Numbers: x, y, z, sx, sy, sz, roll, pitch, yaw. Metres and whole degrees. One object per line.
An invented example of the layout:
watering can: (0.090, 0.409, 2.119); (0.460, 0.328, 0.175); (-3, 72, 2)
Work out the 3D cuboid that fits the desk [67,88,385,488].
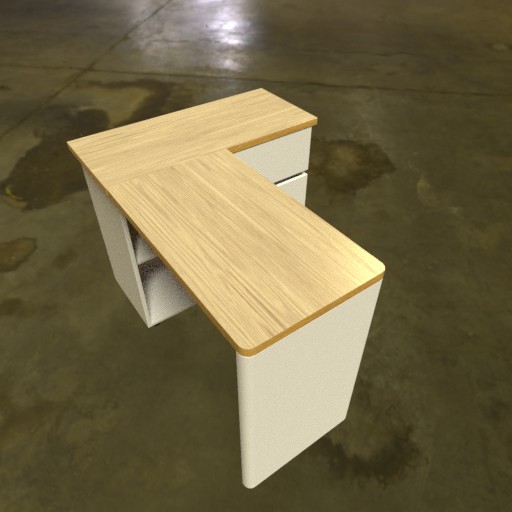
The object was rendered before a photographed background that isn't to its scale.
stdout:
desk: (0.000, 0.000, 1.746); (0.900, 0.760, 1.170); (-25, 48, -26)
